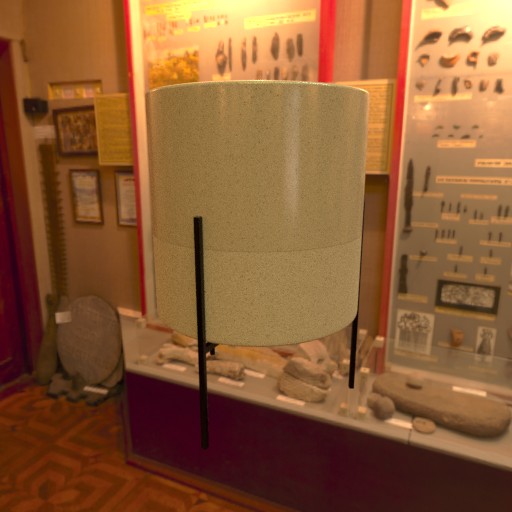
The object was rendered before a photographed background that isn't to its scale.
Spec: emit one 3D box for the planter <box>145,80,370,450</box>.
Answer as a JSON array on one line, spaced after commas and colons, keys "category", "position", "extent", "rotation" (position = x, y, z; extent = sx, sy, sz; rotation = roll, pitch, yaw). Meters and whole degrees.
[{"category": "planter", "position": [0.000, 0.000, 0.690], "extent": [0.314, 0.475, 0.323], "rotation": [7, 16, 26]}]
